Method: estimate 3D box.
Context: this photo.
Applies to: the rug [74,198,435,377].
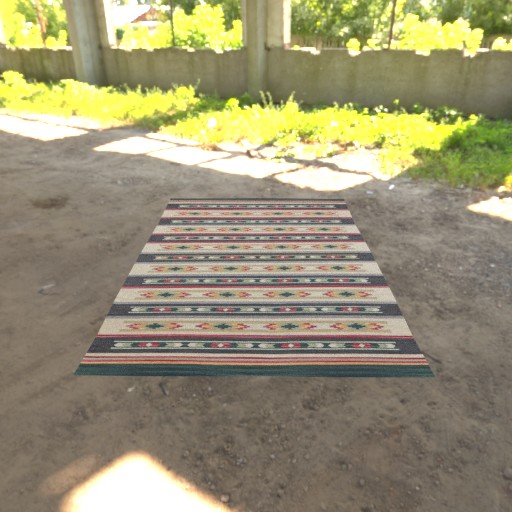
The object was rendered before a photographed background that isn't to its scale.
[{"bbox_3d":[0.000,0.000,2.309,1.221,0.009,1.825,0,26,0],"label":"rug"}]
